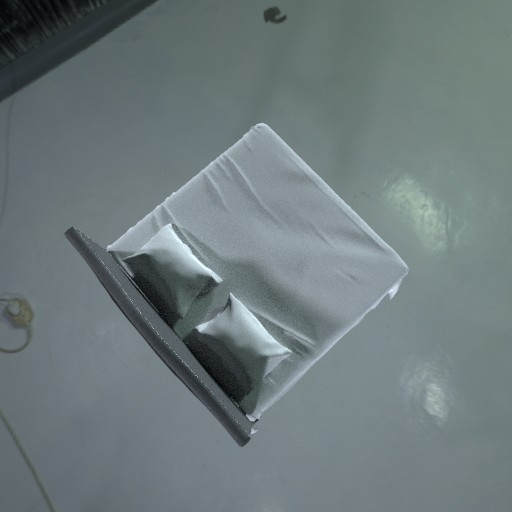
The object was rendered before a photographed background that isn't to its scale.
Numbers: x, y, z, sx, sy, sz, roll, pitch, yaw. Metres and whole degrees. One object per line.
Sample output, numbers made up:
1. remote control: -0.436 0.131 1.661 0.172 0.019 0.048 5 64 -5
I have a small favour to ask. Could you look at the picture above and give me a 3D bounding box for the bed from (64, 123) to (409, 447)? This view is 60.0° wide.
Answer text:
1. bed: 0.000 0.000 3.844 2.219 1.651 2.314 -41 80 -9
